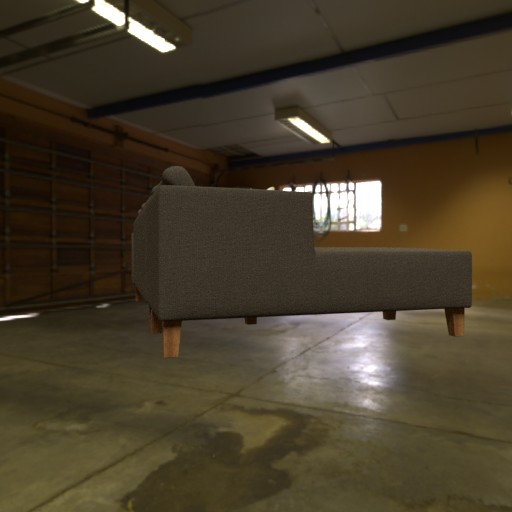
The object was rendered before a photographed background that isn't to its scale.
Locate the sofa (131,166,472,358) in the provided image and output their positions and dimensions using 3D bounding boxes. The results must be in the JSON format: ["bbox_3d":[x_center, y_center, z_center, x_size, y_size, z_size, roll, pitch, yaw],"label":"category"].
[{"bbox_3d":[0.000,0.000,3.573,1.829,0.932,2.679,0,0,-18],"label":"sofa"}]
